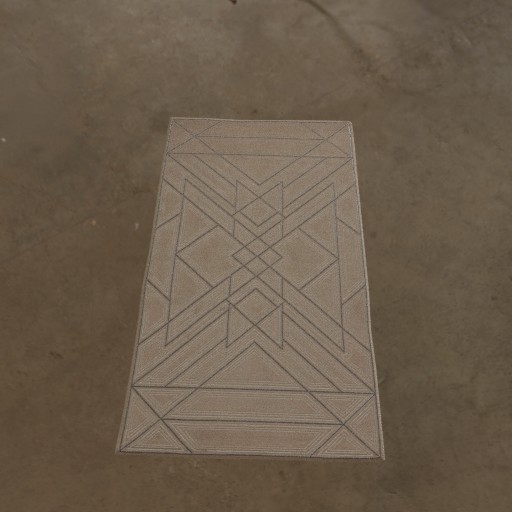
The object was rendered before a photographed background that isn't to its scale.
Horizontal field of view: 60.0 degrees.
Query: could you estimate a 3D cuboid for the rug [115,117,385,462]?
[{"bbox_3d":[0.000,0.000,1.039,0.511,0.008,0.869,1,62,1],"label":"rug"}]
